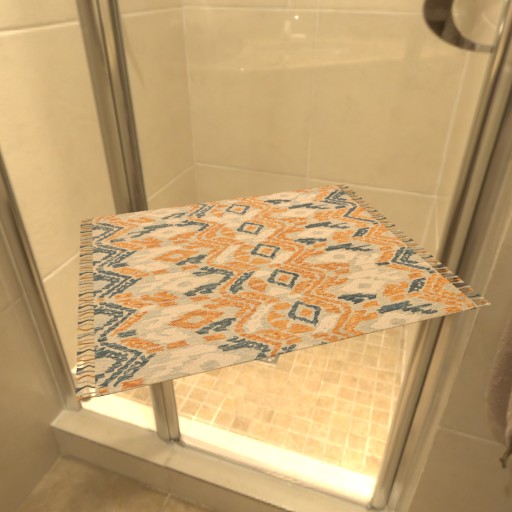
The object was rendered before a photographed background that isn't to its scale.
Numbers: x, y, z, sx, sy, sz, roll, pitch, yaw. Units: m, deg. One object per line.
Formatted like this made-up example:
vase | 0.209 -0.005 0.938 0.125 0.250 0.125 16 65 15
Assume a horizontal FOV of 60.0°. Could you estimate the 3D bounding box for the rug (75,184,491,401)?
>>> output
rug | 0.000 0.000 4.011 3.048 0.010 2.439 -10 34 -15
